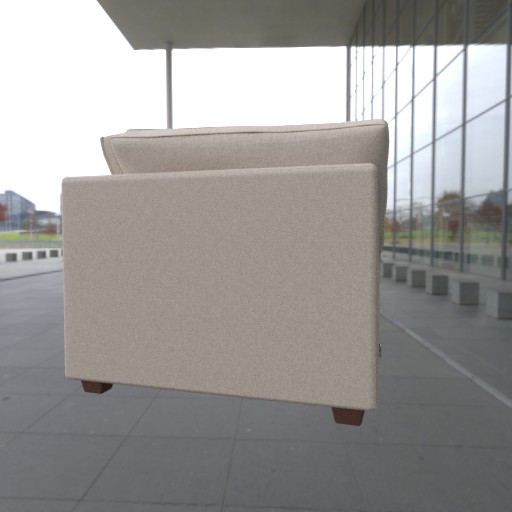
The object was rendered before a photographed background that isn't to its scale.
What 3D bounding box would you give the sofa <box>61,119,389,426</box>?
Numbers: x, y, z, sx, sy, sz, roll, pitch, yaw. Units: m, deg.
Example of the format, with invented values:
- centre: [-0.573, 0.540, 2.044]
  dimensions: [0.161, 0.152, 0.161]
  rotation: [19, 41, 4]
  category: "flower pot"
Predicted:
- centre: [0.000, 0.000, 1.830]
  dimensions: [1.050, 0.937, 1.042]
  rotation: [1, 3, 17]
  category: "sofa"
